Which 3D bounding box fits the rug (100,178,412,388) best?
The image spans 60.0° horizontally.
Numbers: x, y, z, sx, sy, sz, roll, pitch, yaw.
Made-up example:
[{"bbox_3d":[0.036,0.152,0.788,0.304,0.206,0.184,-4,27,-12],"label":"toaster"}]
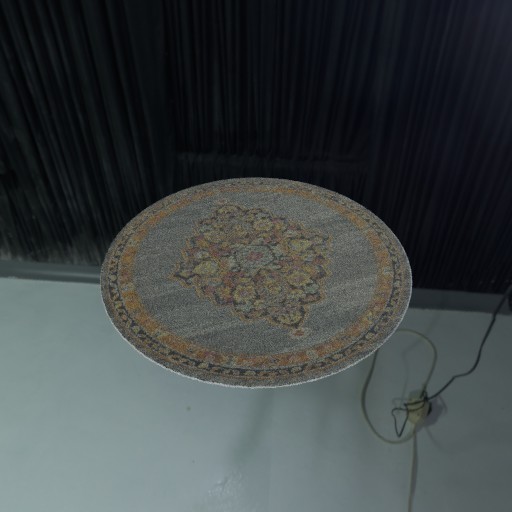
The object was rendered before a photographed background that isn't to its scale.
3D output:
[{"bbox_3d":[0.000,0.000,2.351,1.598,0.010,1.598,0,41,0],"label":"rug"}]
